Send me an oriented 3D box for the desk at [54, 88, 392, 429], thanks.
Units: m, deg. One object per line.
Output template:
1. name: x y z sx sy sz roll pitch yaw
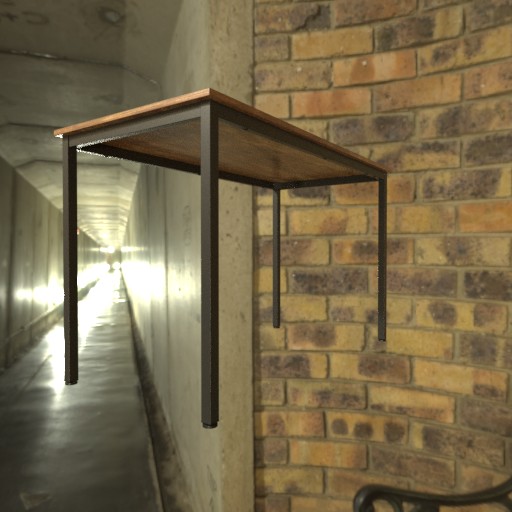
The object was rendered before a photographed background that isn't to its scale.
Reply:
1. desk: 0.000 0.000 1.619 0.600 0.749 1.200 1 1 35
